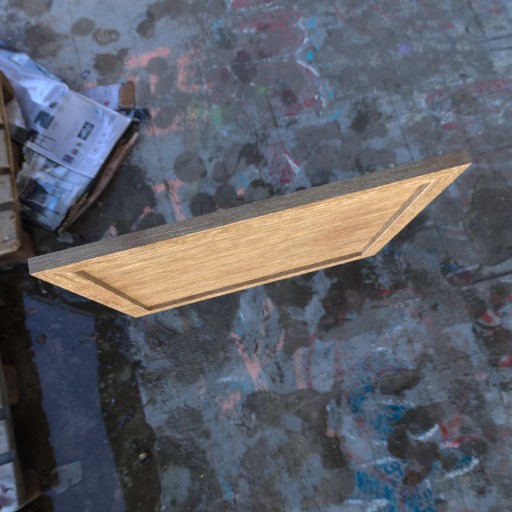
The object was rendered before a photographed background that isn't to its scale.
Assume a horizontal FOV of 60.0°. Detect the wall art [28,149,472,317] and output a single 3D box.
[{"bbox_3d":[0.000,0.000,0.957,0.690,0.588,0.026,-14,76,-4],"label":"wall art"}]
